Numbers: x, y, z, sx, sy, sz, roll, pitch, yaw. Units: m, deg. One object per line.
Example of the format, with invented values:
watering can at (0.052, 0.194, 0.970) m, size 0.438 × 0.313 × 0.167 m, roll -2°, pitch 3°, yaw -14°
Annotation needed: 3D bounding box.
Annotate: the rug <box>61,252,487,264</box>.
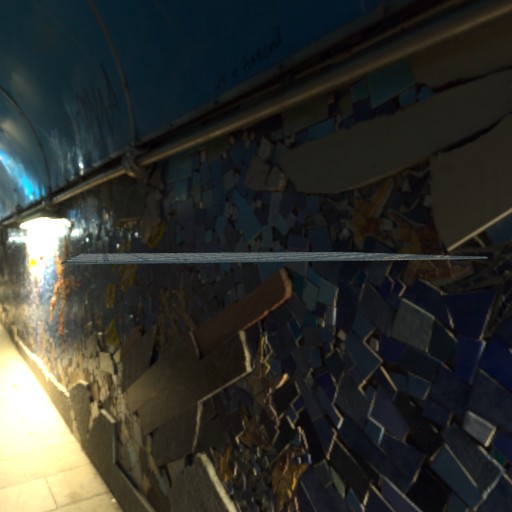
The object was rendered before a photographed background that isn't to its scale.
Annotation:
rug at (0.000, 0.000, 4.382) m, size 3.342 × 0.018 × 2.432 m, roll -1°, pitch 2°, yaw -19°
